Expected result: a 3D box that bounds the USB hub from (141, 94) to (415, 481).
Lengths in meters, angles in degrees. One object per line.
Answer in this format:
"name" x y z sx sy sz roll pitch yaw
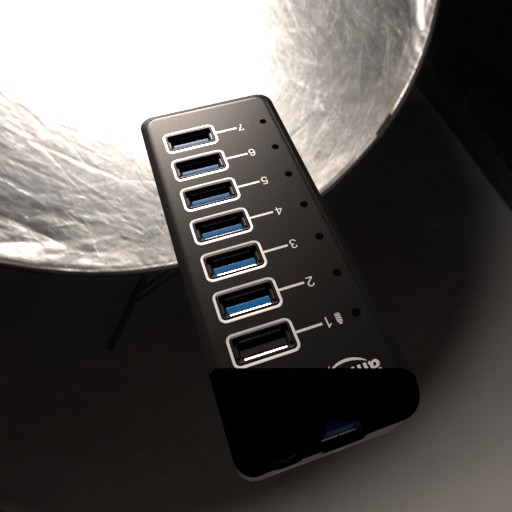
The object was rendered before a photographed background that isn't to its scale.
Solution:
"USB hub" 0.000 0.000 0.129 0.044 0.023 0.110 -16 60 -9
